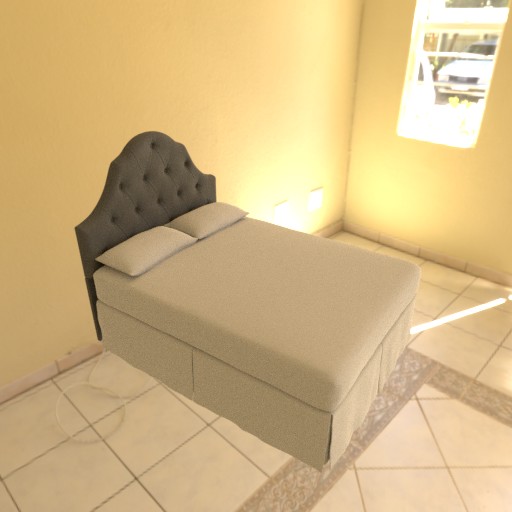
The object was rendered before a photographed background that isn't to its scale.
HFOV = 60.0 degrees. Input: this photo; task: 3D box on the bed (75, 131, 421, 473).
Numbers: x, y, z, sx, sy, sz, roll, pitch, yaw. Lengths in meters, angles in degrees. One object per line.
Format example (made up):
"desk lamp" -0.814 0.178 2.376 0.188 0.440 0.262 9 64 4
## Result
"bed" 0.000 0.000 3.333 2.155 1.575 1.636 18 33 30
